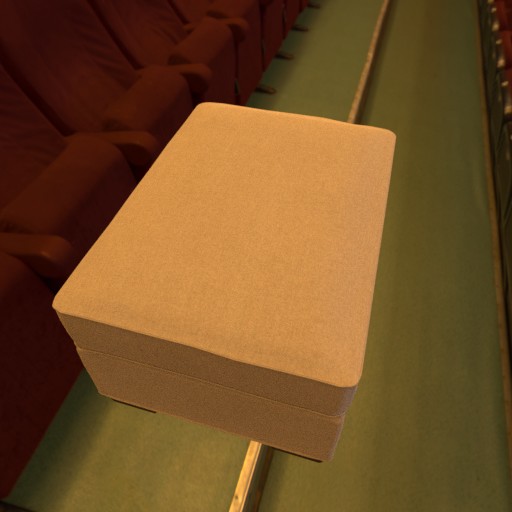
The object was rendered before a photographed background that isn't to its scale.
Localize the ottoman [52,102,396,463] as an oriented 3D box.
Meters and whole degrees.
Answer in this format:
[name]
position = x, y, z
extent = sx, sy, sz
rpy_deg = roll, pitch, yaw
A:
[ottoman]
position = 0.000, 0.000, 1.224
extent = 0.617, 0.503, 0.846
rpy_deg = 12, 49, 11
